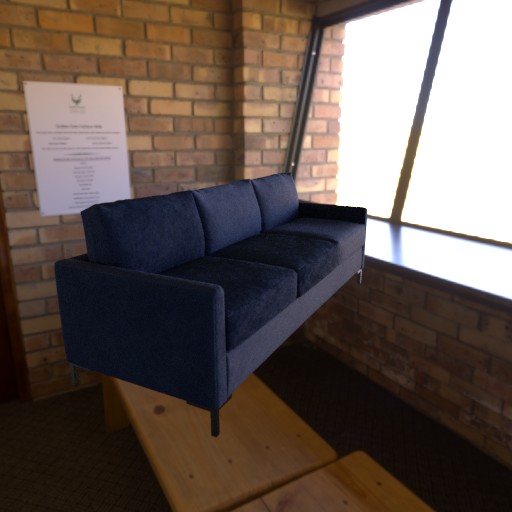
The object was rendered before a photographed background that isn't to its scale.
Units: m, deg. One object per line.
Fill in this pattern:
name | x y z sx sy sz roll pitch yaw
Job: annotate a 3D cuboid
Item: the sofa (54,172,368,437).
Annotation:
sofa | 0.000 0.000 2.756 0.875 0.879 2.252 8 17 27
